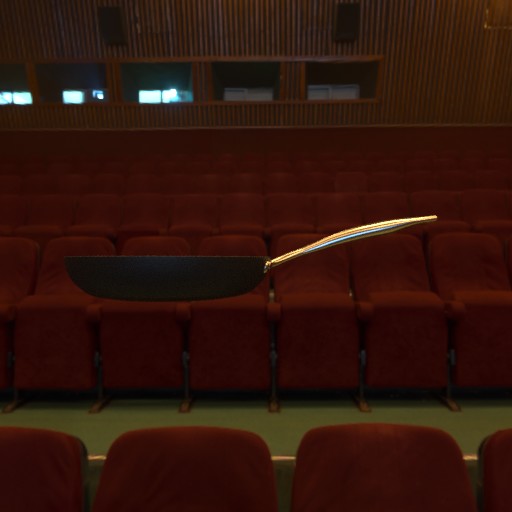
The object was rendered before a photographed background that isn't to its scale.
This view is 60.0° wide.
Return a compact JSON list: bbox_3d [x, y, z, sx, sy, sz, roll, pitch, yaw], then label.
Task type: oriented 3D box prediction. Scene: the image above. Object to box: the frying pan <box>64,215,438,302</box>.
[{"bbox_3d":[0.000,0.000,0.571,0.472,0.105,0.255,0,-1,0],"label":"frying pan"}]
